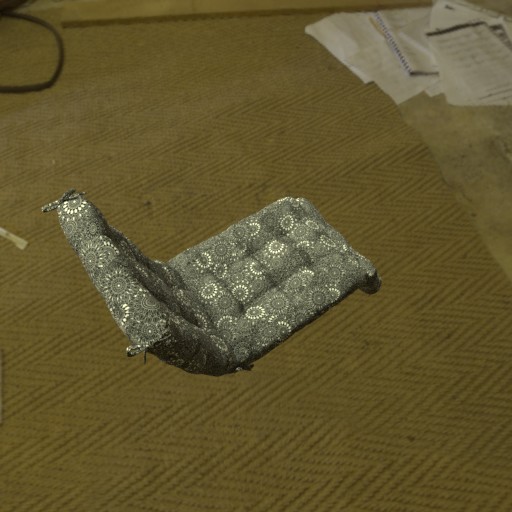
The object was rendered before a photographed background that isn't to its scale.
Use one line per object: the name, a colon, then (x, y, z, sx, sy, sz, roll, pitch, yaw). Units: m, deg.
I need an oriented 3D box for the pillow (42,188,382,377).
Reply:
pillow: (0.000, 0.000, 1.527, 1.016, 0.863, 0.526, -31, 63, -18)
